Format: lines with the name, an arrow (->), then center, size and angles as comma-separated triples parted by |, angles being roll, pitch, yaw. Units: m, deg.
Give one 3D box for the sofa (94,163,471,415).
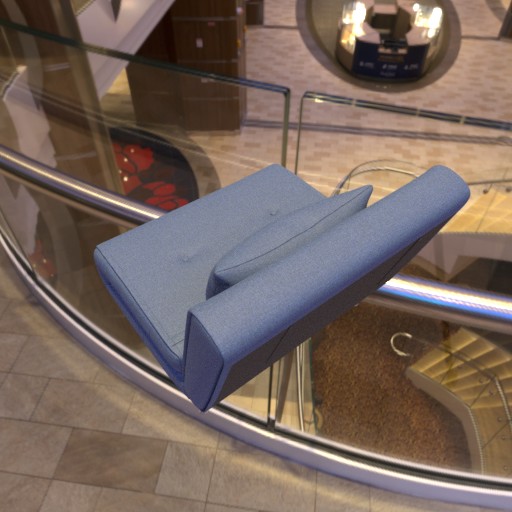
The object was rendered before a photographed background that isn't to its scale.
sofa -> 0.000, 0.000, 1.745 | 0.999, 0.860, 0.996 | -30, 53, -25
